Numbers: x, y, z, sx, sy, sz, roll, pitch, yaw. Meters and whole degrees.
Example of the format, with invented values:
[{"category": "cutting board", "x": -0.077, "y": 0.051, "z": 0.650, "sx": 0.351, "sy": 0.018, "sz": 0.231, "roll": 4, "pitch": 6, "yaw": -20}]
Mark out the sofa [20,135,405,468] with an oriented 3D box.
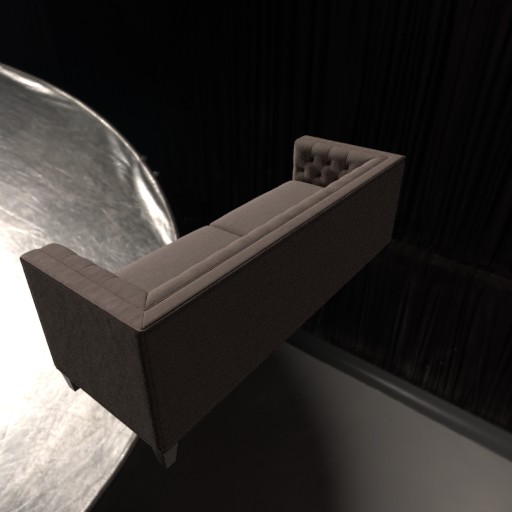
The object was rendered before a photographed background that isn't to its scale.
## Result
[{"category": "sofa", "x": 0.000, "y": 0.000, "z": 2.516, "sx": 0.775, "sy": 0.762, "sz": 2.159, "roll": 22, "pitch": 38, "yaw": 32}]
